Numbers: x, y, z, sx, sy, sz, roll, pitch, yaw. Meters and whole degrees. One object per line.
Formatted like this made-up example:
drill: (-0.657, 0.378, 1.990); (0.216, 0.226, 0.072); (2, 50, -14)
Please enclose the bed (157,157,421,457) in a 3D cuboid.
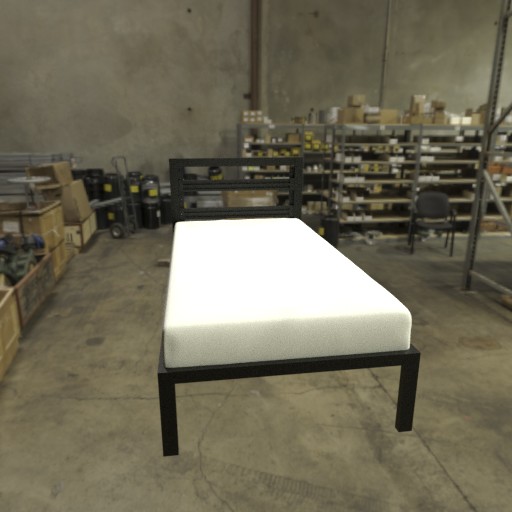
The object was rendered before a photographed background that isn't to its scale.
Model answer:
bed: (0.000, 0.000, 2.511); (0.991, 0.967, 1.930); (-2, 16, -8)
